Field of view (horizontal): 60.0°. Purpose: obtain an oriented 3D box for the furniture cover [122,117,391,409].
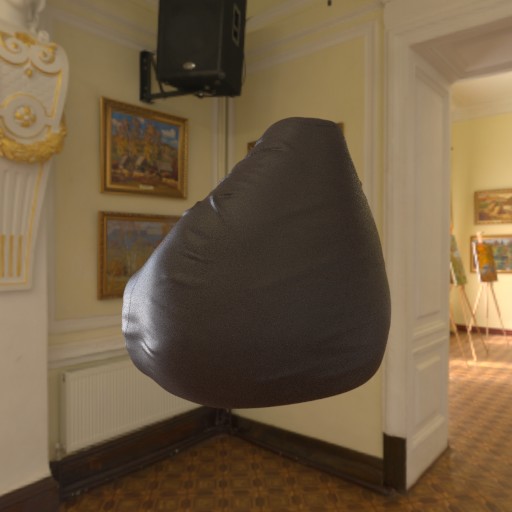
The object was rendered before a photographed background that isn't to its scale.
[{"bbox_3d":[0.000,0.000,1.870,1.070,0.990,1.070,-1,1,-36],"label":"furniture cover"}]
